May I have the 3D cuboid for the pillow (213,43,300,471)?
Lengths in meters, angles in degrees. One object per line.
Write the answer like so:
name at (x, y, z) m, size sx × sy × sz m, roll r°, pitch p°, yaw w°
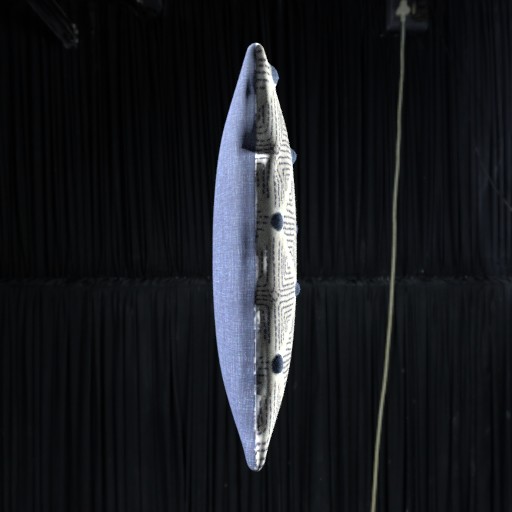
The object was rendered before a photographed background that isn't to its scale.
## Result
pillow at (0.000, 0.000, 0.776) m, size 0.145 × 0.510 × 0.510 m, roll 0°, pitch 0°, yaw -1°
